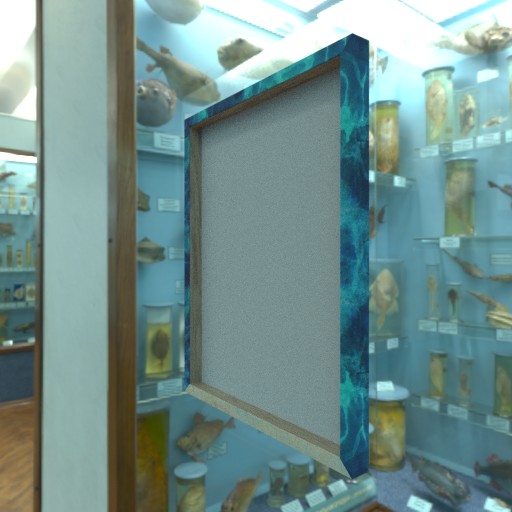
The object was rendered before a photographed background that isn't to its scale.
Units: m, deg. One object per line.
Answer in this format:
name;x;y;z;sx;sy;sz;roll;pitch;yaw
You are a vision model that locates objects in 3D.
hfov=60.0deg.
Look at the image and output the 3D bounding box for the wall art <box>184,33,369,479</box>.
wall art;0.000;0.000;0.844;0.038;0.635;0.508;0;0;-37
